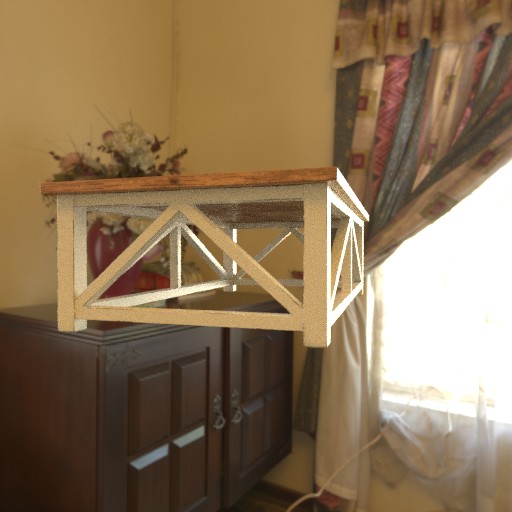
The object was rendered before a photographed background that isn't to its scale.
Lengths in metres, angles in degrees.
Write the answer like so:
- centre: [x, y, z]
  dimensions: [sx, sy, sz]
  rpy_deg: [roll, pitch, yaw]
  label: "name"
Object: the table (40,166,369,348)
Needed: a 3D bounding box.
- centre: [0.000, 0.000, 1.758]
  dimensions: [0.800, 0.410, 1.400]
  rpy_deg: [0, 1, 17]
  label: "table"
